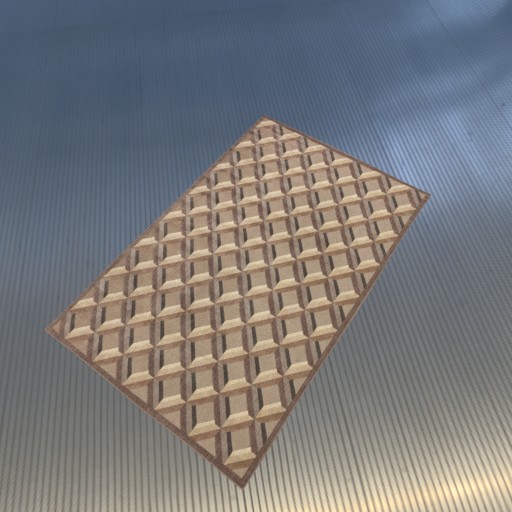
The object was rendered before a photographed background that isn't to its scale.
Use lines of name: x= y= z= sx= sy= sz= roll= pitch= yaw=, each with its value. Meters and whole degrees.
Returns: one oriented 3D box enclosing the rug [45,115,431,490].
rug: x=0.000 y=0.000 z=2.112 sx=1.066 sy=0.011 sz=1.677 roll=31 pitch=63 yaw=18
